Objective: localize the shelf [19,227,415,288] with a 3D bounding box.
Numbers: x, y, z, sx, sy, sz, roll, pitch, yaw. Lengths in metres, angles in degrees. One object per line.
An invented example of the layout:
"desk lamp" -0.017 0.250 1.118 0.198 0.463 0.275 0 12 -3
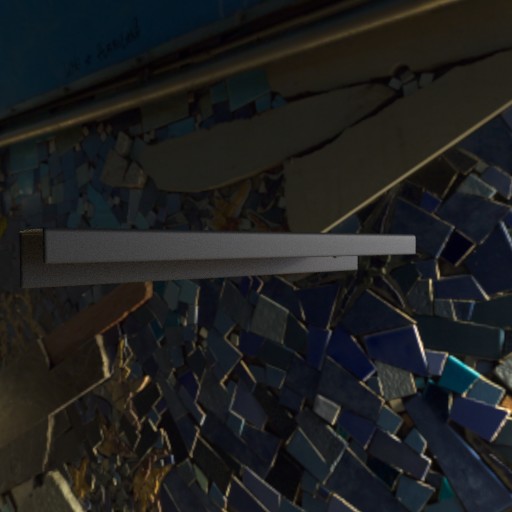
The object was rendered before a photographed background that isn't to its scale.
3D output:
"shelf" 0.000 0.000 0.495 0.456 0.053 0.102 -1 2 -37
